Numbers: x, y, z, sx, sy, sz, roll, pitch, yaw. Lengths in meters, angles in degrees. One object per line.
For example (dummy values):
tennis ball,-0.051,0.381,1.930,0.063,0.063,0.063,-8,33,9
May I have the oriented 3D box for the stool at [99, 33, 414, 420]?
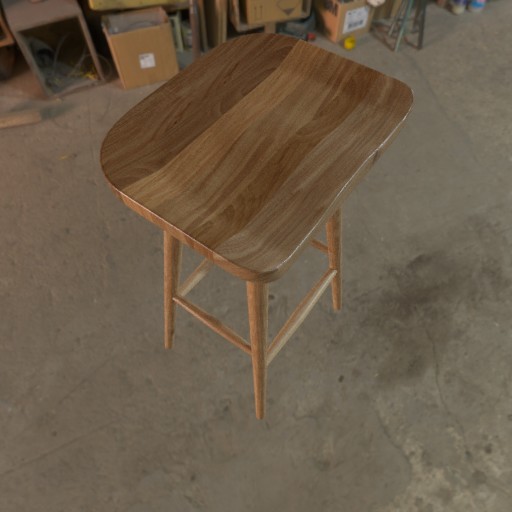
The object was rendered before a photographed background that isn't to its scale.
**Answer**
stool,0.000,0.000,0.912,0.322,0.698,0.407,32,63,19
